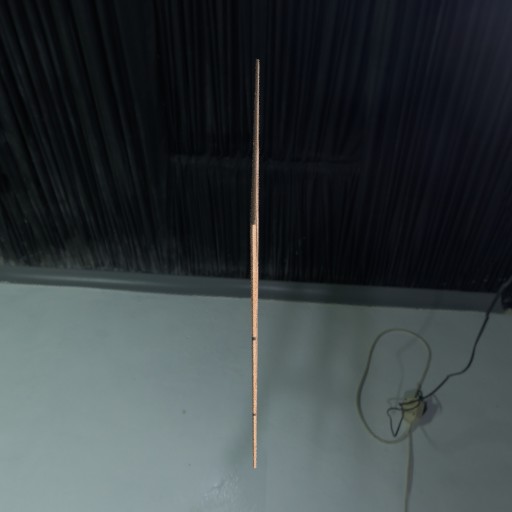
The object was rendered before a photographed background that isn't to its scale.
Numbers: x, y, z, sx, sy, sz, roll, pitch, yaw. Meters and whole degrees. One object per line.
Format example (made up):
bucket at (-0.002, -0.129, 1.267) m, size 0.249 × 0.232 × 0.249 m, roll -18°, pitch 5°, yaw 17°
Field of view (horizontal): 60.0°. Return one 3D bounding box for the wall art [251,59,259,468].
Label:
wall art at (0.000, 0.000, 1.862) m, size 0.013 × 1.218 × 1.216 m, roll 0°, pitch 40°, yaw 0°
